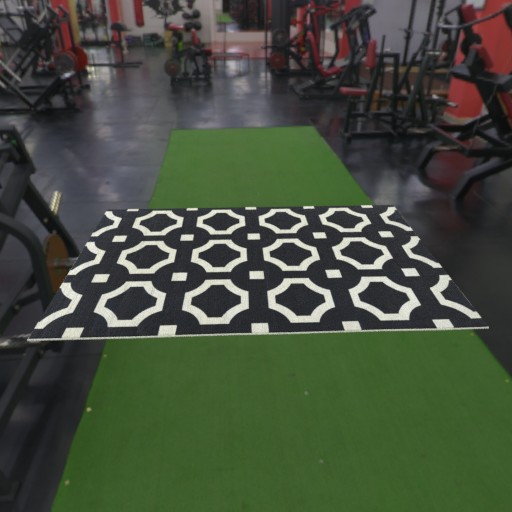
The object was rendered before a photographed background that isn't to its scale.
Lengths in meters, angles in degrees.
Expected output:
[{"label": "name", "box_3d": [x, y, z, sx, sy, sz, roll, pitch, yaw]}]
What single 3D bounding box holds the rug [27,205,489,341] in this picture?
[{"label": "rug", "box_3d": [0.000, 0.000, 2.862, 2.286, 0.016, 1.555, -1, 30, -2]}]
